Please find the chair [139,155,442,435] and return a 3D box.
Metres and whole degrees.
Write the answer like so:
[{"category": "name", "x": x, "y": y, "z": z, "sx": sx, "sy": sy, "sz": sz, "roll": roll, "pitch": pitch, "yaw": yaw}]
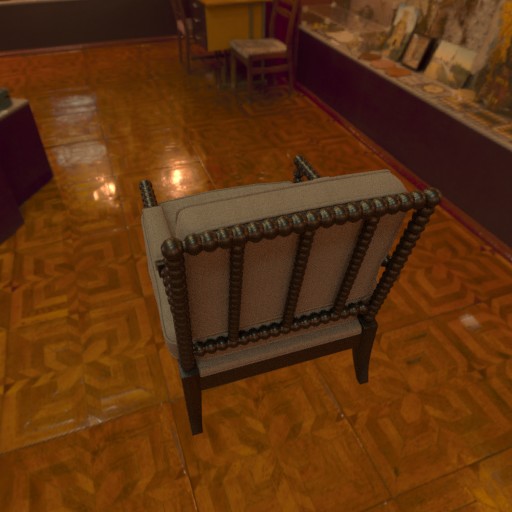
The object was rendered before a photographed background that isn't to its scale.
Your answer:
[{"category": "chair", "x": 0.000, "y": 0.000, "z": 1.140, "sx": 0.540, "sy": 0.661, "sz": 0.622, "roll": -12, "pitch": 42, "yaw": -14}]
